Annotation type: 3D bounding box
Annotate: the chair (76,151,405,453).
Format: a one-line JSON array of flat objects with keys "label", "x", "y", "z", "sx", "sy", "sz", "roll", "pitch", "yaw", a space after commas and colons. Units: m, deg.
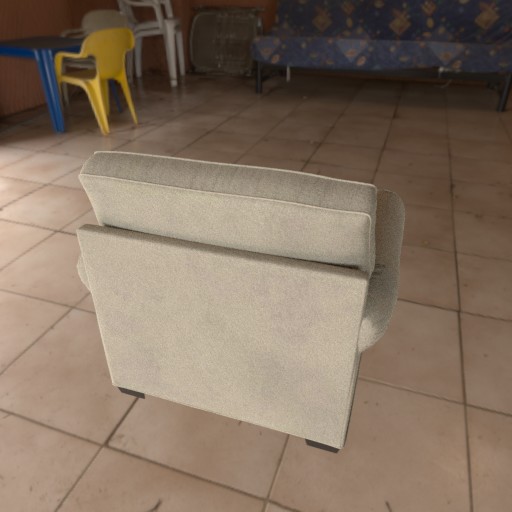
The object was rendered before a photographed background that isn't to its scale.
[{"label": "chair", "x": 0.000, "y": 0.000, "z": 1.866, "sx": 1.147, "sy": 1.044, "sz": 0.939, "roll": 10, "pitch": 33, "yaw": 15}]
